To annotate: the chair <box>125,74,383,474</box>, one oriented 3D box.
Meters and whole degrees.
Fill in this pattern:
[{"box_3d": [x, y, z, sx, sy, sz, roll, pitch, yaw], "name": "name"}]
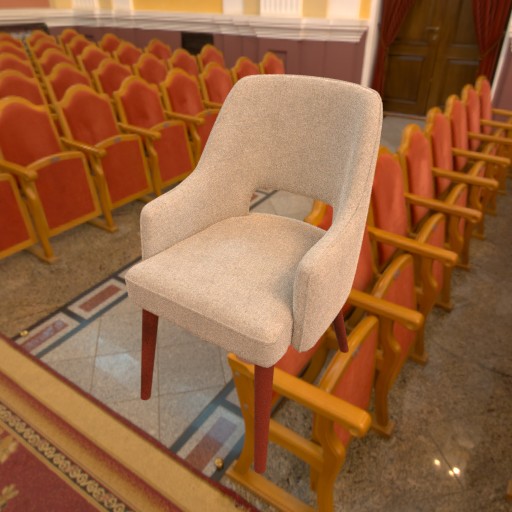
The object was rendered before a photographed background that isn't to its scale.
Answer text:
[{"box_3d": [0.000, 0.000, 1.222, 0.548, 0.849, 0.605, 20, 36, 29], "name": "chair"}]
